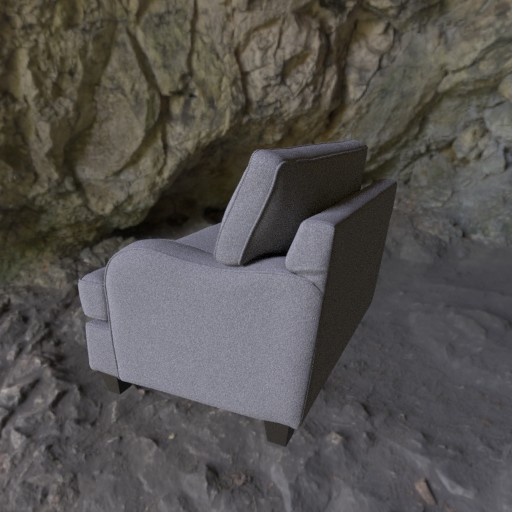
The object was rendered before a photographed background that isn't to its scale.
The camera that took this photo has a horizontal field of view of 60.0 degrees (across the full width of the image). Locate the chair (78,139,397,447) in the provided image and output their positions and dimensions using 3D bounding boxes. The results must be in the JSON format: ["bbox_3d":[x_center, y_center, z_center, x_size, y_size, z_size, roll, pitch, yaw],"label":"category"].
[{"bbox_3d":[0.000,0.000,2.034,1.040,1.016,1.220,8,18,24],"label":"chair"}]
